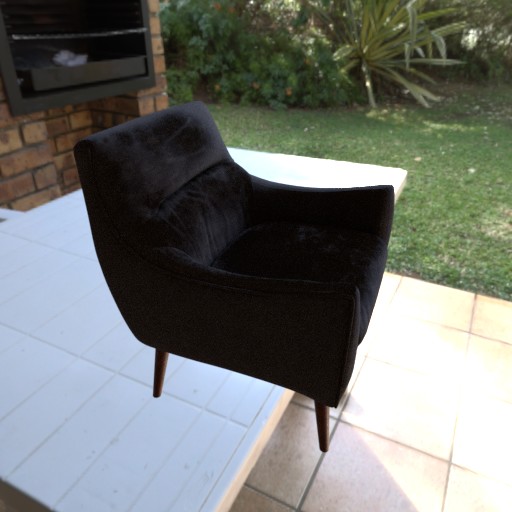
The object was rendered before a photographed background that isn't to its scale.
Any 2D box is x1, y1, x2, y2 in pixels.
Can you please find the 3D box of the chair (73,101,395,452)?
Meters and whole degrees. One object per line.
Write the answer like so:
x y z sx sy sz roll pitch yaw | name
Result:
0.000 0.000 1.422 0.787 0.838 0.762 11 30 19 | chair
